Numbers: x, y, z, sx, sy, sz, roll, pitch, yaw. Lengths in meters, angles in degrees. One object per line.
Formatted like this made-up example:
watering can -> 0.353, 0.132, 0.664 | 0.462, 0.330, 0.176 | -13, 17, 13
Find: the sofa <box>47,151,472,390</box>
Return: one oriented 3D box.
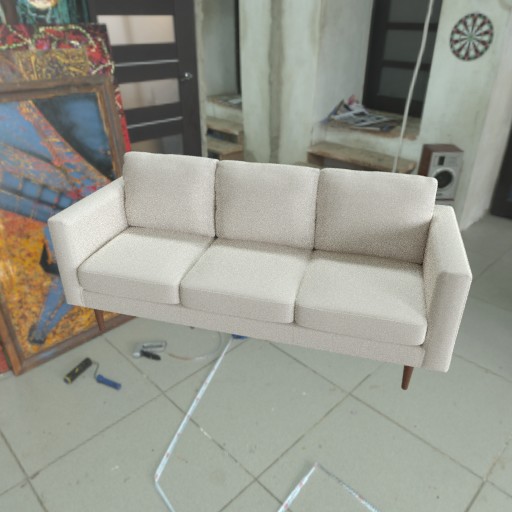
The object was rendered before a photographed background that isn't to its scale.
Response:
sofa -> 0.000, 0.000, 2.442 | 2.029, 0.912, 0.802 | 8, 29, 14
